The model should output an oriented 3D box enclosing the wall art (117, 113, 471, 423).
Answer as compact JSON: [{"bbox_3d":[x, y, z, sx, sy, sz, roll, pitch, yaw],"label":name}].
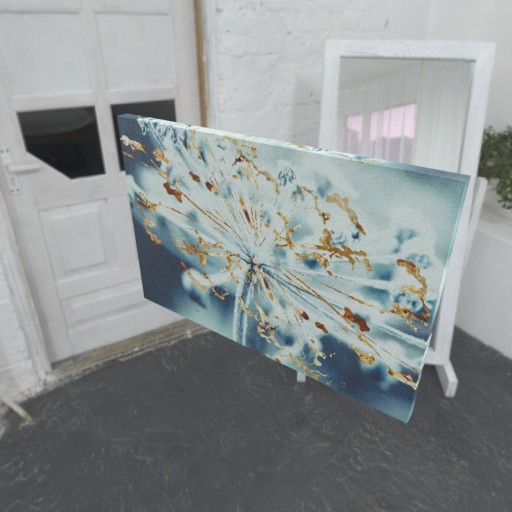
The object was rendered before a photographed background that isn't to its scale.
[{"bbox_3d":[0.000,0.000,1.156,0.912,0.608,0.038,19,35,30],"label":"wall art"}]
